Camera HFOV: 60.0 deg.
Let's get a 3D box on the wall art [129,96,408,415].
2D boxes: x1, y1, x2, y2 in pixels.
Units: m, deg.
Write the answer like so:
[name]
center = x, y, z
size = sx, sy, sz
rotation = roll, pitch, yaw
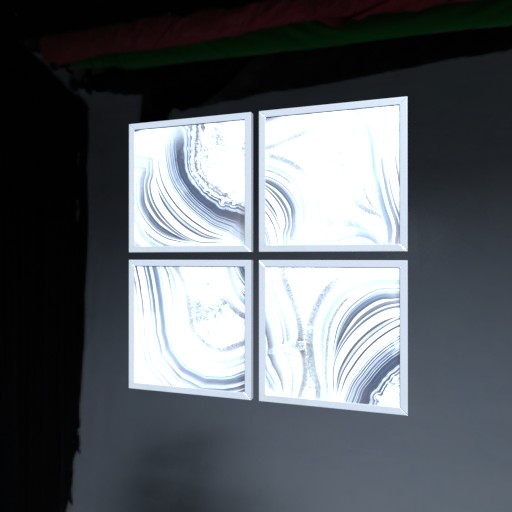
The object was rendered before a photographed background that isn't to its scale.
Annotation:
[wall art]
center = 0.000, 0.000, 1.729
size = 1.118, 1.118, 0.029
rotation = 0, 0, 17
